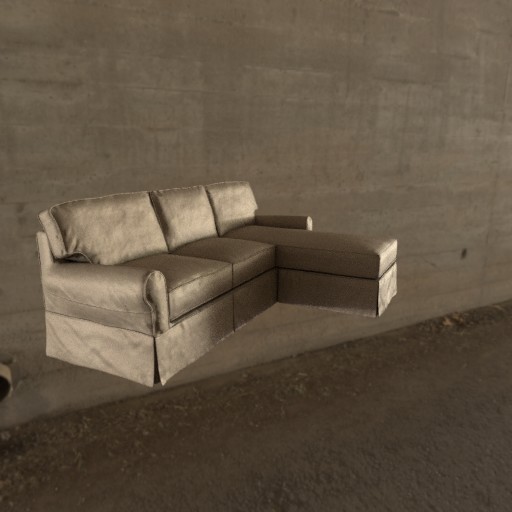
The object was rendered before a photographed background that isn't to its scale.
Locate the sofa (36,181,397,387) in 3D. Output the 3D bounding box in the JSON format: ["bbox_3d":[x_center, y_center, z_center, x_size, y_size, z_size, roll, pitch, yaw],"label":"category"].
[{"bbox_3d":[0.000,0.000,3.327,1.733,0.978,2.475,7,15,26],"label":"sofa"}]
